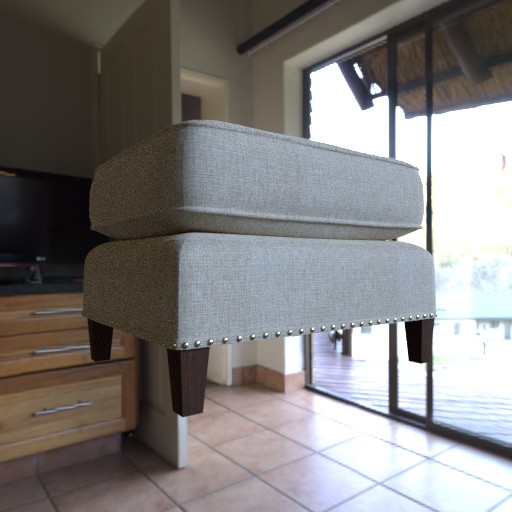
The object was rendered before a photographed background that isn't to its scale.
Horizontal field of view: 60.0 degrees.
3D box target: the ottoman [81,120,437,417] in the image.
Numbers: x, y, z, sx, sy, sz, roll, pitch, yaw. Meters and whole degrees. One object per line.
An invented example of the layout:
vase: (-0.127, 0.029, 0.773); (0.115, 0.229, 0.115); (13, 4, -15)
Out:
ottoman: (0.000, 0.000, 1.150); (0.738, 0.537, 0.589); (1, -1, -36)
